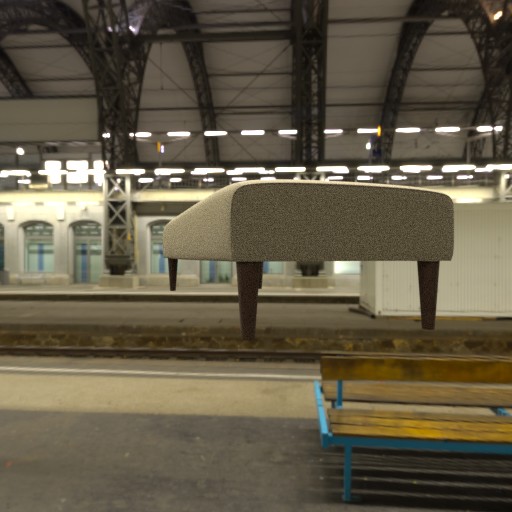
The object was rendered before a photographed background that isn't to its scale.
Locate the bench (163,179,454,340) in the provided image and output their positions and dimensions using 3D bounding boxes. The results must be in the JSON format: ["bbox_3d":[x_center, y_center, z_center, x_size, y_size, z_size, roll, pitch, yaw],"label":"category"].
[{"bbox_3d":[0.000,0.000,1.847,0.646,0.393,1.609,0,0,-17],"label":"bench"}]
